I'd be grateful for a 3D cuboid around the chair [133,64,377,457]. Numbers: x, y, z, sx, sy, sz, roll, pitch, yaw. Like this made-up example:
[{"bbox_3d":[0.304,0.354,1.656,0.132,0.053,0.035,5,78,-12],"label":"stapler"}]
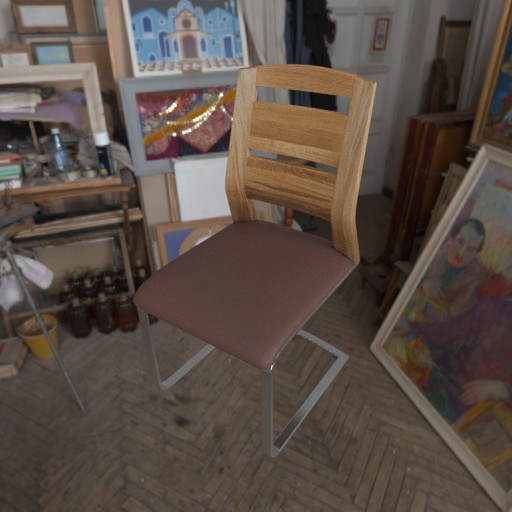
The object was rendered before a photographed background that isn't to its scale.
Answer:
[{"bbox_3d":[0.000,0.000,1.279,0.460,0.970,0.570,20,36,30],"label":"chair"}]
